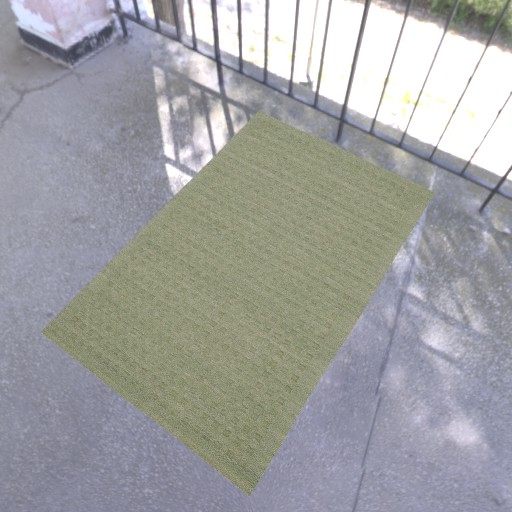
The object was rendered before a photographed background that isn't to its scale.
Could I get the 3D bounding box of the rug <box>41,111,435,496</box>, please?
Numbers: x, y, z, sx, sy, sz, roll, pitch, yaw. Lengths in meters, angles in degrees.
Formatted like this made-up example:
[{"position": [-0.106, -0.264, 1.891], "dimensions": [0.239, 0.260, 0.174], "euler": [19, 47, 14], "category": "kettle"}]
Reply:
[{"position": [0.000, 0.000, 2.182], "dimensions": [1.143, 0.006, 1.747], "euler": [30, 64, 17], "category": "rug"}]
